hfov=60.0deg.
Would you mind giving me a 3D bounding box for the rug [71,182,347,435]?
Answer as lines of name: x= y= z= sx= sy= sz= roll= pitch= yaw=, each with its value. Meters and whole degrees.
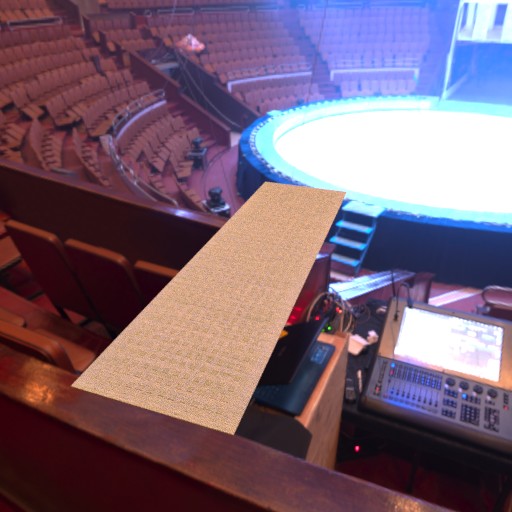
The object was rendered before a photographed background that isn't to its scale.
rug: x=0.000 y=0.000 z=2.640 sx=0.686 sy=0.006 sz=2.437 roll=10 pitch=31 yaw=17
